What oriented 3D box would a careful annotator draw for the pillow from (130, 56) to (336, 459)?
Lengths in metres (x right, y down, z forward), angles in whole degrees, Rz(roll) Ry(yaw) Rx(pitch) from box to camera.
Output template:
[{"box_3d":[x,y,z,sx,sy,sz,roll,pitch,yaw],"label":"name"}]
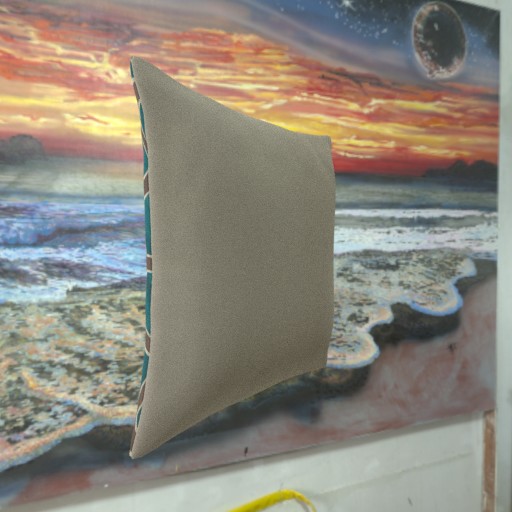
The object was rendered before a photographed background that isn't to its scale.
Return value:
[{"box_3d":[0.000,0.000,0.765,0.166,0.507,0.526,1,2,36],"label":"pillow"}]
